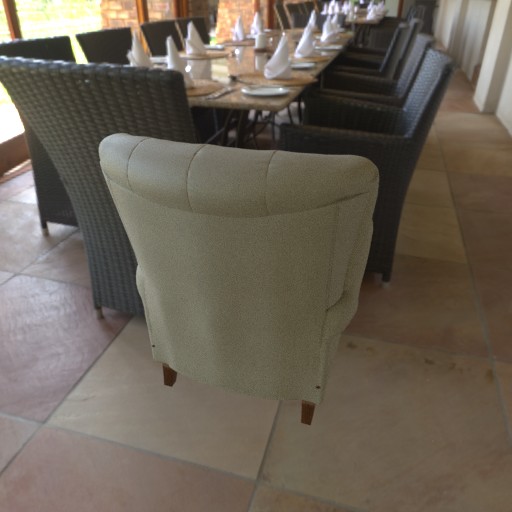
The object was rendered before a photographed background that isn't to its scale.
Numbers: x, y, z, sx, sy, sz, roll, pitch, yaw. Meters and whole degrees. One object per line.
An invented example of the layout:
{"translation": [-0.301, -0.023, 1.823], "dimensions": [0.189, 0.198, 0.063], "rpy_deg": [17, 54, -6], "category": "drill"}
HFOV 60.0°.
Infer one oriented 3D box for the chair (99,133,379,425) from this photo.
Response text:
{"translation": [0.000, 0.000, 1.881], "dimensions": [0.943, 1.158, 1.059], "rpy_deg": [10, 32, 17], "category": "chair"}
